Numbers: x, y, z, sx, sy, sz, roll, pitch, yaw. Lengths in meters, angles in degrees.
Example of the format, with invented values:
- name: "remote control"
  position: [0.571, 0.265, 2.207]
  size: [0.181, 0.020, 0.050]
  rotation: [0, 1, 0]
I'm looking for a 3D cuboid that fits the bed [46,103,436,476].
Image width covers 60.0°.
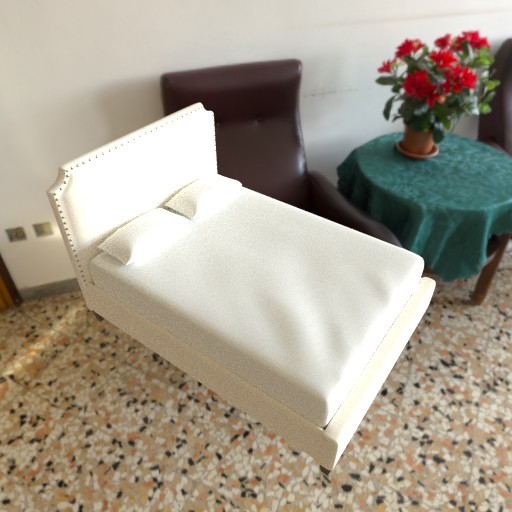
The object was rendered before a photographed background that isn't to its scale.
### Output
- name: "bed"
  position: [0.000, 0.000, 3.392]
  size: [2.365, 1.443, 1.712]
  rotation: [25, 46, 27]
